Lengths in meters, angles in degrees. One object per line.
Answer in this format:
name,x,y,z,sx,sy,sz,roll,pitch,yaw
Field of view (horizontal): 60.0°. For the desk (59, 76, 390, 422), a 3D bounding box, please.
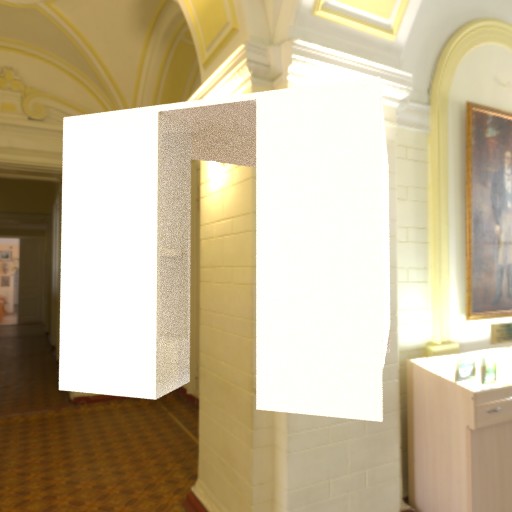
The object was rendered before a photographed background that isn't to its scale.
desk,0.000,0.000,1.635,0.926,0.818,0.940,-1,-2,18
